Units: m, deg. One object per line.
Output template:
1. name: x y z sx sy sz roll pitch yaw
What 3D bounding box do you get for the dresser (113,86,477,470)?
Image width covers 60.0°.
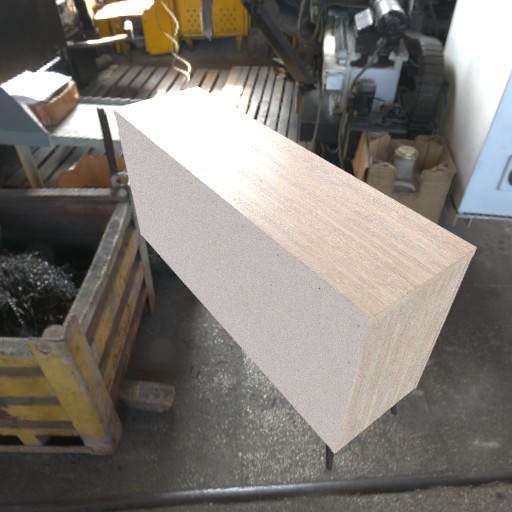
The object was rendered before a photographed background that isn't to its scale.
1. dresser: 0.000 0.000 1.919 0.457 0.914 1.524 -26 48 -27
